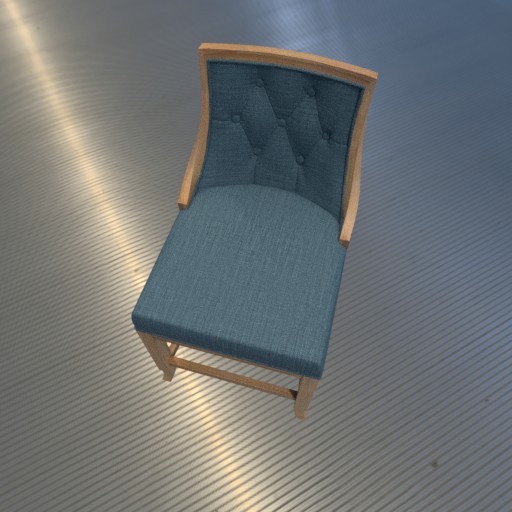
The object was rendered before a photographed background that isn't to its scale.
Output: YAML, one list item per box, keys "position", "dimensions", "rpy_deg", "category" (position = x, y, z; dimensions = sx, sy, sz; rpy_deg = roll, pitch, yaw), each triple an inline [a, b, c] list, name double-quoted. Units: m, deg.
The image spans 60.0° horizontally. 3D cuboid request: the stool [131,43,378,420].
- position: [0.000, 0.000, 1.315]
  dimensions: [0.524, 0.938, 0.626]
  rpy_deg: [13, 59, 8]
  category: "stool"
